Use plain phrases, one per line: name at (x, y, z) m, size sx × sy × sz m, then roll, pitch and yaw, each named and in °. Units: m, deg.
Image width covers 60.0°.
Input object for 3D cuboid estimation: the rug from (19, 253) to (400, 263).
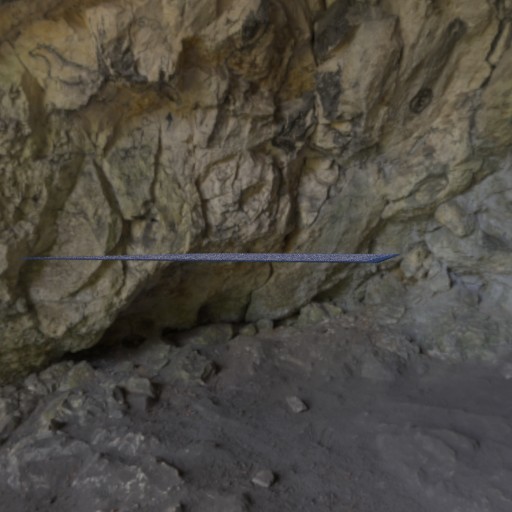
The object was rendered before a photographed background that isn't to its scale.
rug at (0.000, 0.000, 4.112) m, size 2.438 × 0.010 × 3.048 m, roll 0°, pitch 1°, yaw 20°
